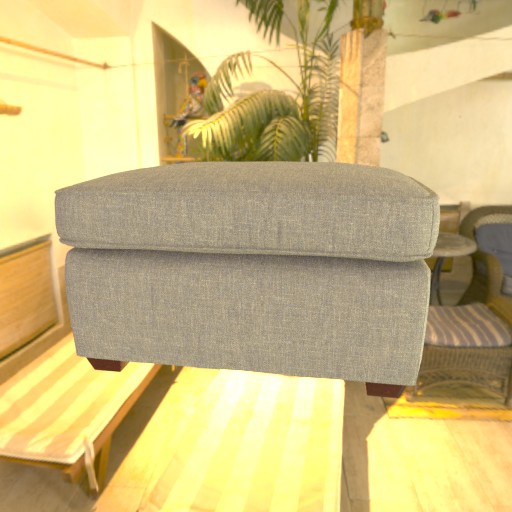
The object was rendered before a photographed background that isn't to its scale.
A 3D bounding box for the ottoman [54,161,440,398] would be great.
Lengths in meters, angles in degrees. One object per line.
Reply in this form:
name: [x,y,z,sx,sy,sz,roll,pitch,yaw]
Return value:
ottoman: [0.000,0.000,1.111,0.762,0.457,0.559,3,15,9]
